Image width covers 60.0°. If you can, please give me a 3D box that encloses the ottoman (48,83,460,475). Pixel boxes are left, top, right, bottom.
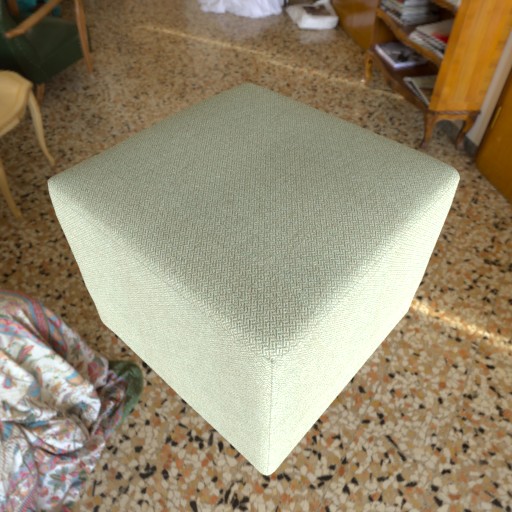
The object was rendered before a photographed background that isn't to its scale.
[{"bbox_3d":[0.000,0.000,0.885,0.521,0.453,0.512,33,55,28],"label":"ottoman"}]
